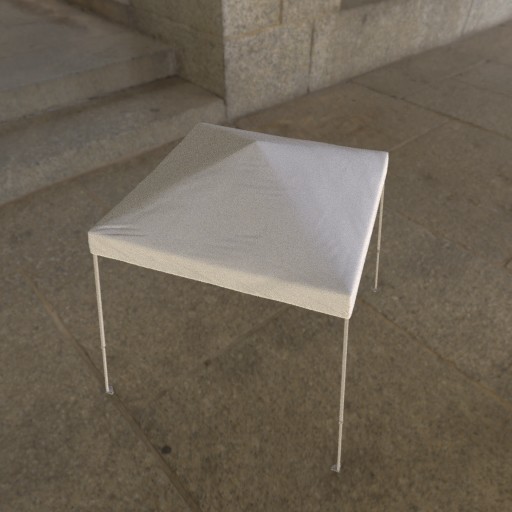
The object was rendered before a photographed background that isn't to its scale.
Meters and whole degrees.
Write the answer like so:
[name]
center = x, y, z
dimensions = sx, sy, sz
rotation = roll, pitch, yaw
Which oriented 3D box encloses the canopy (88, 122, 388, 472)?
[canopy]
center = 0.000, 0.000, 6.390
dimensions = 3.600, 3.600, 3.599
rotation = 13, 43, 14
